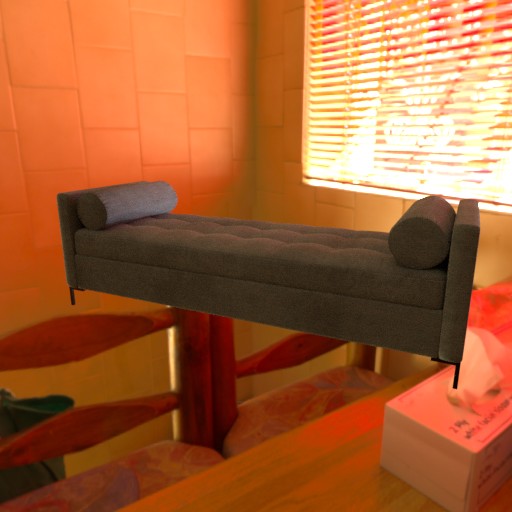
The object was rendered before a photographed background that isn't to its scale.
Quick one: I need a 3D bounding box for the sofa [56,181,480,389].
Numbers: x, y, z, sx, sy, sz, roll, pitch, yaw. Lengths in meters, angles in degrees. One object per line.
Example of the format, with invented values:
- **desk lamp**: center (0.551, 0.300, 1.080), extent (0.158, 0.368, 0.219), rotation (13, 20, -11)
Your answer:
- **sofa**: center (0.000, 0.000, 2.256), extent (1.981, 0.635, 0.686), rotation (7, 17, 24)
